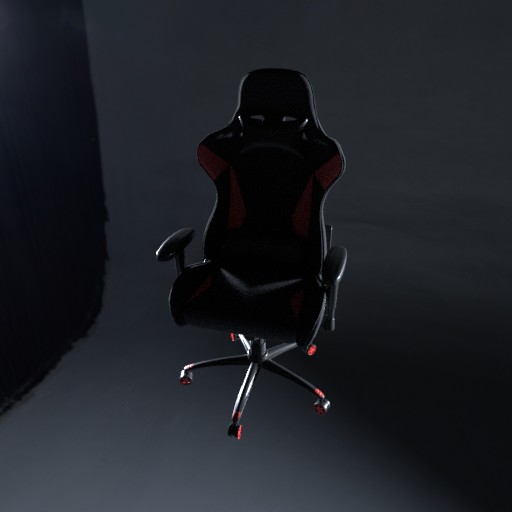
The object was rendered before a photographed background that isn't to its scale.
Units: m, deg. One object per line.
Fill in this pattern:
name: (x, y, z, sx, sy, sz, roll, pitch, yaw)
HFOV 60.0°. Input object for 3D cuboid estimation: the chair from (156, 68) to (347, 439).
chair: (0.000, 0.000, 1.738, 0.695, 1.326, 0.658, 7, 28, 14)
